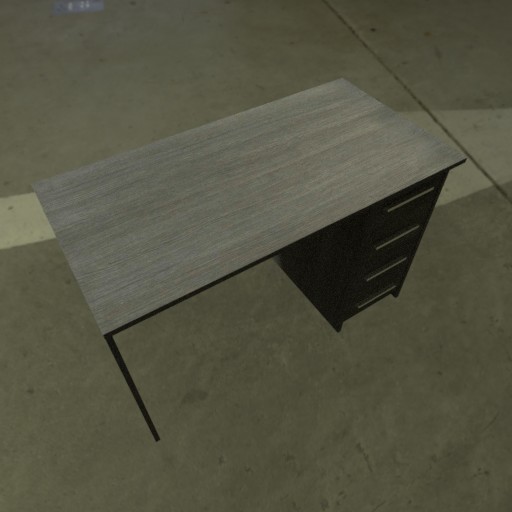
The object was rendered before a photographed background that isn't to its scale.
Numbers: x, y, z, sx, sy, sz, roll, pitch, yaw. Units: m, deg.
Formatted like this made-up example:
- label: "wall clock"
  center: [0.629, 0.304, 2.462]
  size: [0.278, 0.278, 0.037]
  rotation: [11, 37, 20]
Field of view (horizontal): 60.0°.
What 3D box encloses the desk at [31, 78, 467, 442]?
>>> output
- label: "desk"
  center: [0.000, 0.000, 1.517]
  size: [1.096, 0.730, 0.560]
  rotation: [-26, 54, -21]
